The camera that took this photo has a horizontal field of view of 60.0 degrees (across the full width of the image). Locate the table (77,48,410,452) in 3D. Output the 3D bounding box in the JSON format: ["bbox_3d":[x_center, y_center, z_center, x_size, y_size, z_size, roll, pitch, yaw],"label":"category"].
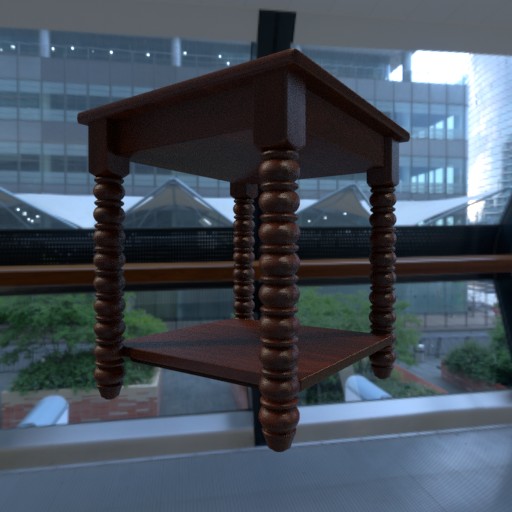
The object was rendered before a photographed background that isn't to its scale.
[{"bbox_3d":[0.000,0.000,0.953,0.500,0.567,0.533,0,1,35],"label":"table"}]
